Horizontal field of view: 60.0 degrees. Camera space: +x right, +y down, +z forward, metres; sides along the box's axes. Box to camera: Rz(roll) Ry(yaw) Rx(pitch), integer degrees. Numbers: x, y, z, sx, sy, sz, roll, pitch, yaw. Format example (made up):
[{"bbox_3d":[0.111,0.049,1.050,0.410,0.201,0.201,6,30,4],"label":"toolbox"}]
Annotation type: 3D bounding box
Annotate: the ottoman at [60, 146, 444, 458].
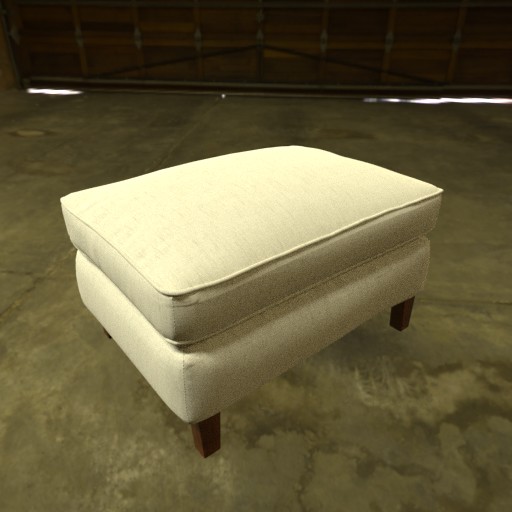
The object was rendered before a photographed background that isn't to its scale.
[{"bbox_3d":[0.000,0.000,0.968,0.665,0.406,0.501,-21,35,-33],"label":"ottoman"}]
